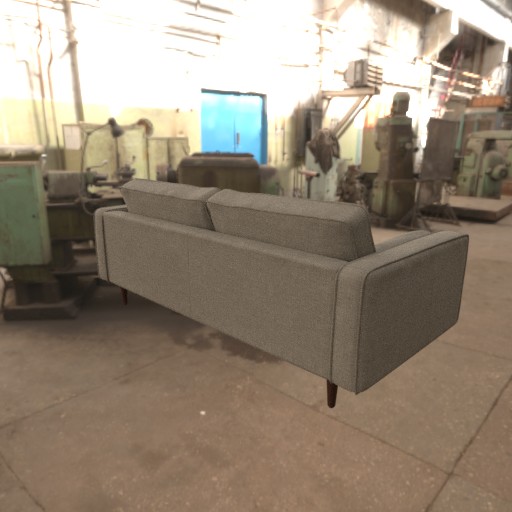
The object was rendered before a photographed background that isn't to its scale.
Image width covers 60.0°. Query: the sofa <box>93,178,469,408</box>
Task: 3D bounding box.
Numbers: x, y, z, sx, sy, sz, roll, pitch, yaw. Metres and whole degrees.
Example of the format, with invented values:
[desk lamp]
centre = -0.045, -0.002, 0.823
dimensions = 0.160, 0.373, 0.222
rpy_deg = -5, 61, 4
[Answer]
[sofa]
centre = 0.000, 0.000, 2.368
dimensions = 1.879, 0.762, 0.914
rpy_deg = 14, 21, 43
